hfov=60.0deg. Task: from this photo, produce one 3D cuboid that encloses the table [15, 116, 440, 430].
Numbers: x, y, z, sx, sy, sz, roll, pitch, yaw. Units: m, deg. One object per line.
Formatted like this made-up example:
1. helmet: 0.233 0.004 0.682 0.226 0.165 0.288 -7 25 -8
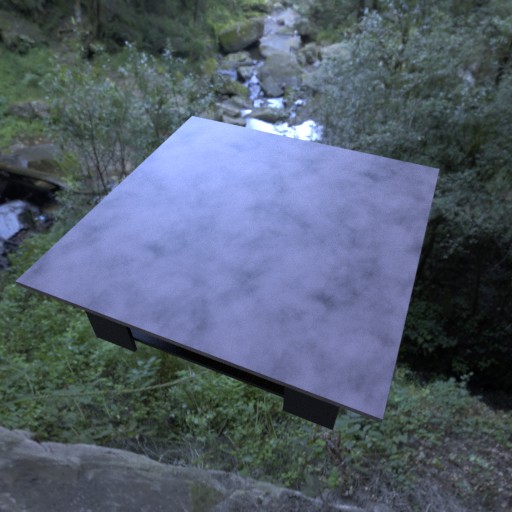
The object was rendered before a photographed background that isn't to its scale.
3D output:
1. table: 0.000 0.000 1.347 0.890 0.305 0.890 17 48 16
